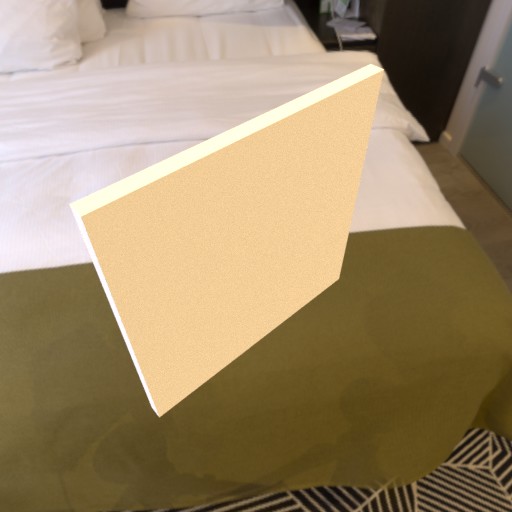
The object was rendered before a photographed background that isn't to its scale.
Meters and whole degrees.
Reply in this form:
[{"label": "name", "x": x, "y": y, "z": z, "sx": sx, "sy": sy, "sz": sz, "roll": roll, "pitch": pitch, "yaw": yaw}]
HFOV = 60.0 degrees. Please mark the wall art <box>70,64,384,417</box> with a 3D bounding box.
[{"label": "wall art", "x": 0.000, "y": 0.000, "z": 0.843, "sx": 0.559, "sy": 0.559, "sz": 0.028, "roll": -33, "pitch": 55, "yaw": -27}]
